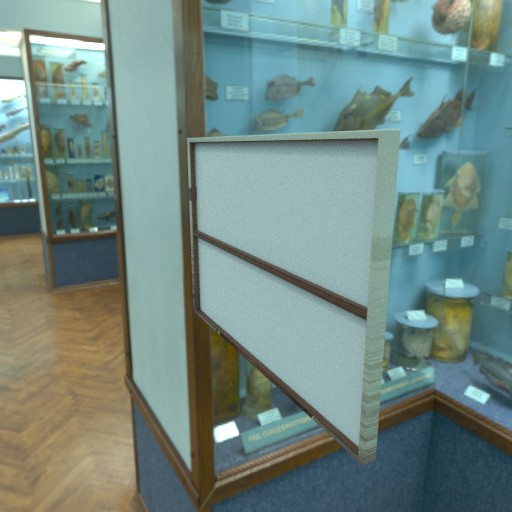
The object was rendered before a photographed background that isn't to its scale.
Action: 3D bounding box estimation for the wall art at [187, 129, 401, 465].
[{"bbox_3d":[0.000,0.000,1.454,0.040,0.765,1.149,-7,16,-27],"label":"wall art"}]
